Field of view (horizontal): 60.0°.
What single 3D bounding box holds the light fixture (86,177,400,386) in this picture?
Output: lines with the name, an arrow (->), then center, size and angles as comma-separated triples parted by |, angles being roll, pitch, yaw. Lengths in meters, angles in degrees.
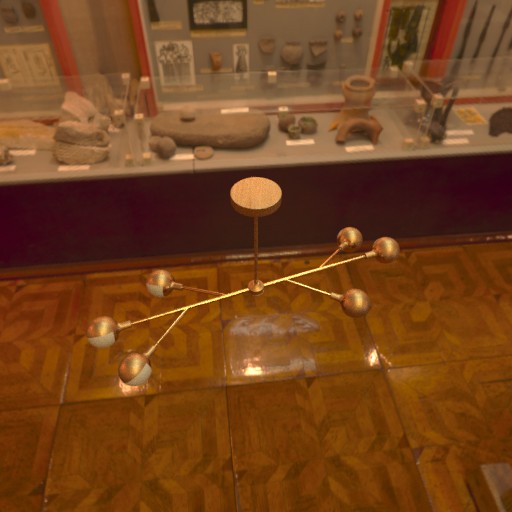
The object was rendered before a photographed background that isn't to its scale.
light fixture -> 0.000, 0.000, 1.006 | 0.778, 0.362, 0.434 | -3, 46, -3
